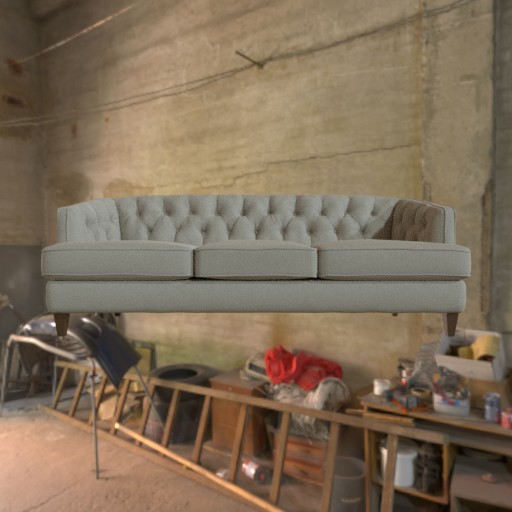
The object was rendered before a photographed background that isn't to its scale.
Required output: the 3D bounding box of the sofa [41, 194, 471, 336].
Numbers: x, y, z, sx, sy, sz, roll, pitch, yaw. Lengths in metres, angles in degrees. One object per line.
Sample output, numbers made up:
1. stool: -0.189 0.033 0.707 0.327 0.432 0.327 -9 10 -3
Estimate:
1. sofa: 0.000 0.000 2.751 2.278 0.855 0.941 0 1 0
